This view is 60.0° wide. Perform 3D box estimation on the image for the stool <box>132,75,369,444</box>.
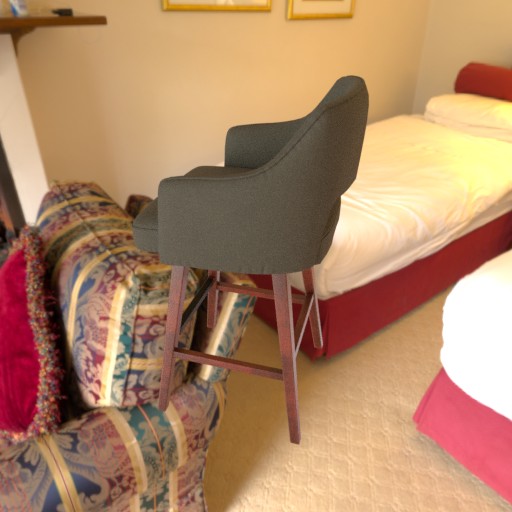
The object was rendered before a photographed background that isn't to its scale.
[{"bbox_3d":[0.000,0.000,1.350,0.558,1.012,0.548,8,31,14],"label":"stool"}]
